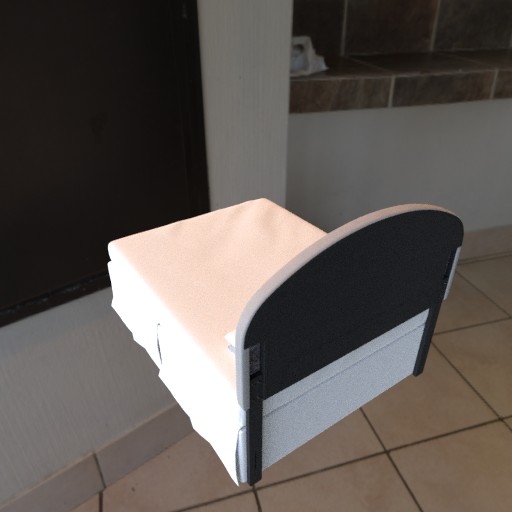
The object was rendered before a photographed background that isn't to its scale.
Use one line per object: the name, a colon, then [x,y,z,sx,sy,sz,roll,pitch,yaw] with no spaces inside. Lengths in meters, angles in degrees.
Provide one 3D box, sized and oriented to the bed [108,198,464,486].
bed: [0.000,0.000,3.056,1.607,1.410,2.005,-20,37,-29]
